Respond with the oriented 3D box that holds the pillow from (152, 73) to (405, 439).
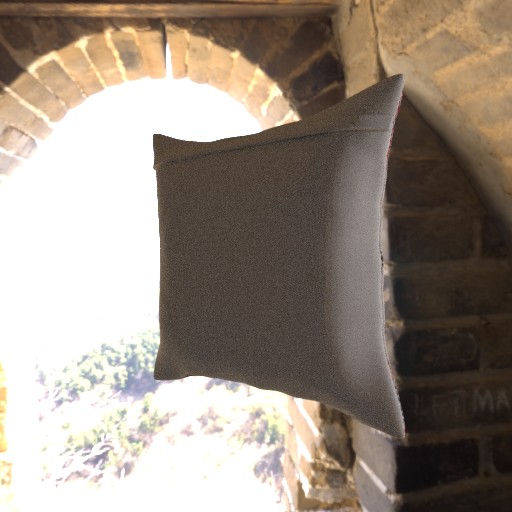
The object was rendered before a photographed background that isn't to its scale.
[{"bbox_3d":[0.000,0.000,0.689,0.463,0.454,0.160,0,0,36],"label":"pillow"}]
